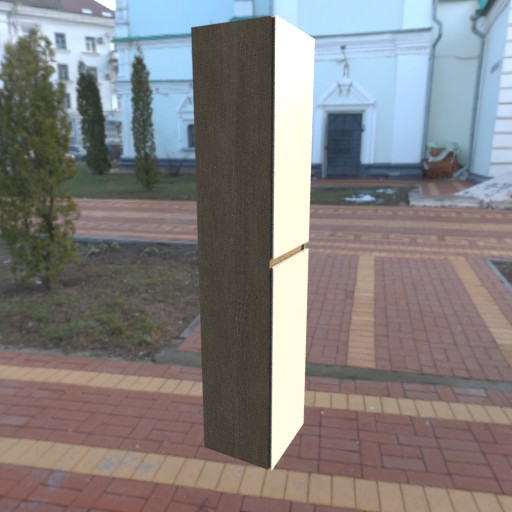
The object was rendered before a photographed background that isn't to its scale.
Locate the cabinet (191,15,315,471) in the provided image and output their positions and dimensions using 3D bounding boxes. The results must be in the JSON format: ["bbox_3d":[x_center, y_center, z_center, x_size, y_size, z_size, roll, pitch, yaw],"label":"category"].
[{"bbox_3d":[0.000,0.000,1.521,0.270,1.400,0.300,7,15,26],"label":"cabinet"}]
